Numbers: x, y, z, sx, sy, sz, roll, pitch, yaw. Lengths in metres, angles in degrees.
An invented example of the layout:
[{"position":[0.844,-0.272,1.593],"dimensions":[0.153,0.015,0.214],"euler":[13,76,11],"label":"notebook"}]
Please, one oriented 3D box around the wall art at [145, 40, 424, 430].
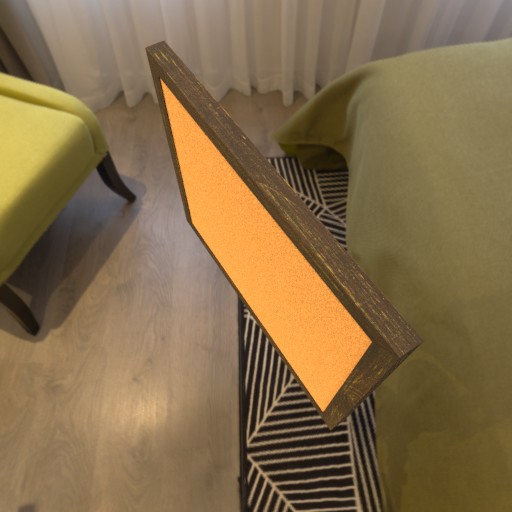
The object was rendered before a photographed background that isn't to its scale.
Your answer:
[{"position":[0.000,0.000,0.745],"dimensions":[0.032,0.457,0.558],"euler":[-29,64,-16],"label":"wall art"}]
